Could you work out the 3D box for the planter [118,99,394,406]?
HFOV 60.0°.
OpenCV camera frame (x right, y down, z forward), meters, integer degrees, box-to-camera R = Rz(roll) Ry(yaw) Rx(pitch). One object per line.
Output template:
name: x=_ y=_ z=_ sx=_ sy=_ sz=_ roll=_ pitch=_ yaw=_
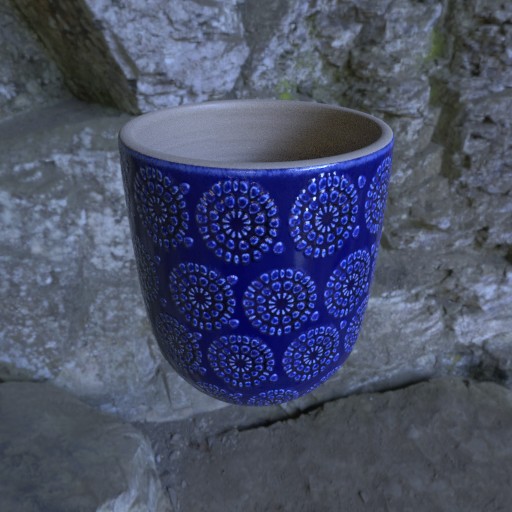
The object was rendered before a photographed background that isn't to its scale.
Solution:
planter: x=0.000 y=0.000 z=0.351 sx=0.184 sy=0.206 sz=0.184 roll=0 pitch=30 yaw=0
